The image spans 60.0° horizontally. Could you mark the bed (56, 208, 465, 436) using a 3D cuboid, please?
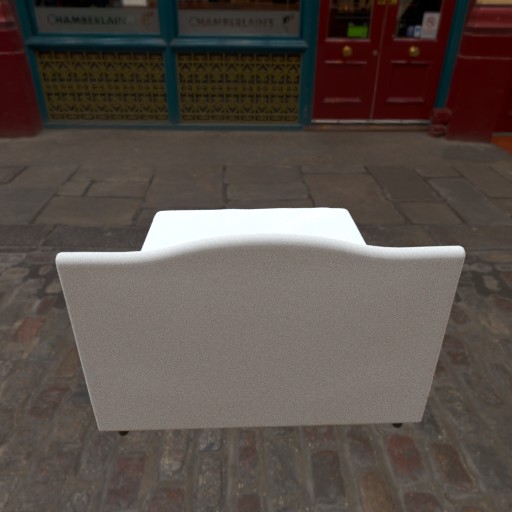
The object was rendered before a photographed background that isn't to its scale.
[{"bbox_3d":[0.000,0.000,3.456,2.083,1.421,2.182,-1,29,-2],"label":"bed"}]
